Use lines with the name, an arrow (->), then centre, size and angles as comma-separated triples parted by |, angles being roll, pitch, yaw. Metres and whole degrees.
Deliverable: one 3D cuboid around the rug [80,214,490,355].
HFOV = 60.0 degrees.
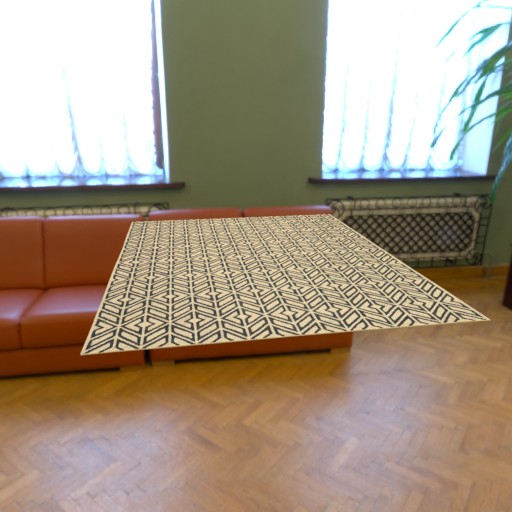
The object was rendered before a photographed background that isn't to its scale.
rug -> 0.000, 0.000, 3.971 | 2.421, 0.008, 3.045 | -3, 18, -9
